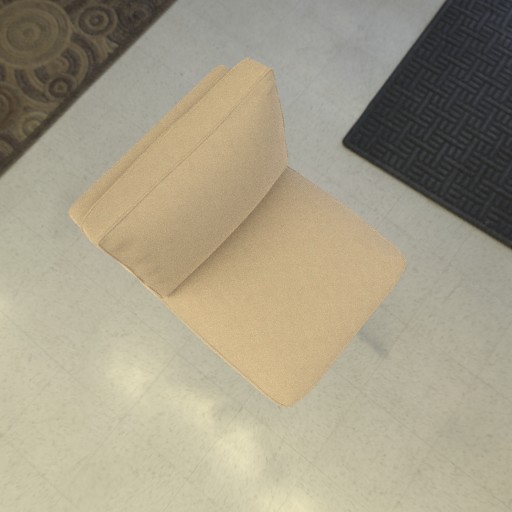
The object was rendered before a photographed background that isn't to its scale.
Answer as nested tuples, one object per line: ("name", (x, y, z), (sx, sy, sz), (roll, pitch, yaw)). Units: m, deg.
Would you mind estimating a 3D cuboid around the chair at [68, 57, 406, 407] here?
("chair", (0.000, 0.000, 1.659), (0.912, 1.052, 0.724), (40, 78, 10))
